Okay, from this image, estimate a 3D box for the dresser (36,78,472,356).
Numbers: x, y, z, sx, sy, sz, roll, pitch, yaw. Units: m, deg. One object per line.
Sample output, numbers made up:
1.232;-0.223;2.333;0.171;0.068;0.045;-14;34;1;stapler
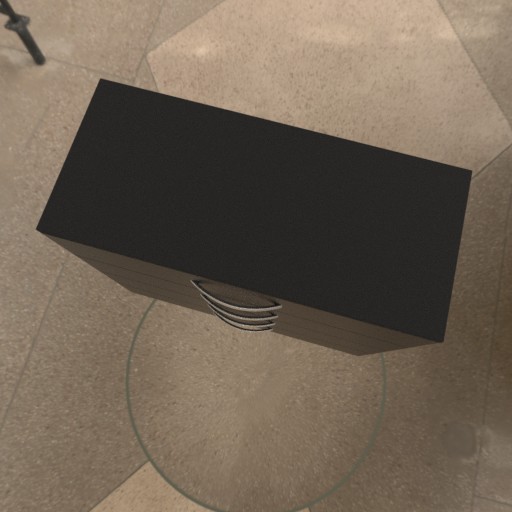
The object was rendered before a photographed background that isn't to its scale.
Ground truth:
0.000;0.000;1.167;0.750;0.720;0.360;15;76;4;dresser
